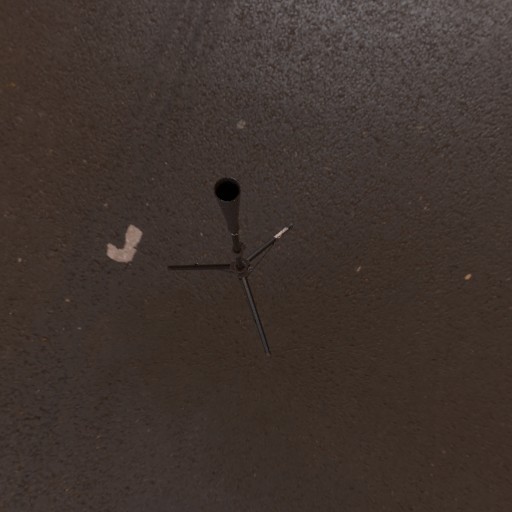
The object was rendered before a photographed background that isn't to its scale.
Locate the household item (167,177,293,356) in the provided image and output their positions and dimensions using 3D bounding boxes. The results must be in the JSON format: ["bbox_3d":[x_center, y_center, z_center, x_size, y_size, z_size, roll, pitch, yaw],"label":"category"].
[{"bbox_3d":[0.000,0.000,1.391,0.559,1.067,0.559,-34,79,-7],"label":"household item"}]
